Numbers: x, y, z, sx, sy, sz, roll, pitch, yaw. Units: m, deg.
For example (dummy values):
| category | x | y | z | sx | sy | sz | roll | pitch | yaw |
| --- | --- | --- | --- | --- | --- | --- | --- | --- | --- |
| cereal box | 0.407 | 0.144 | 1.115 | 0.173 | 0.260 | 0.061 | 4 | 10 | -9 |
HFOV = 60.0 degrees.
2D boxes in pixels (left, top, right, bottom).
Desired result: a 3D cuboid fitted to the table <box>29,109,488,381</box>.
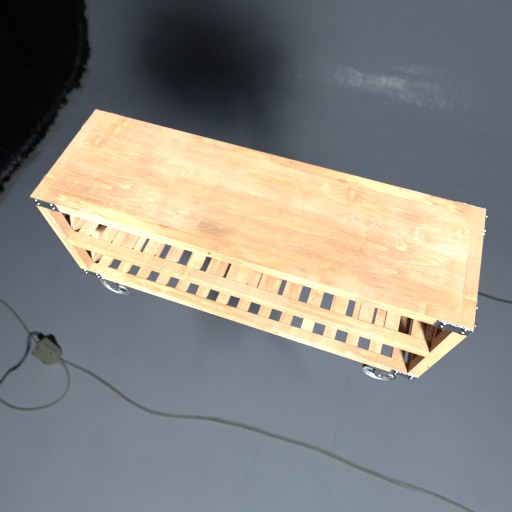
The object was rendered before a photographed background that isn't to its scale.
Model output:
| category | x | y | z | sx | sy | sz | roll | pitch | yaw |
| --- | --- | --- | --- | --- | --- | --- | --- | --- | --- |
| table | 0.000 | 0.000 | 1.798 | 1.487 | 0.711 | 0.467 | 17 | 61 | 9 |
